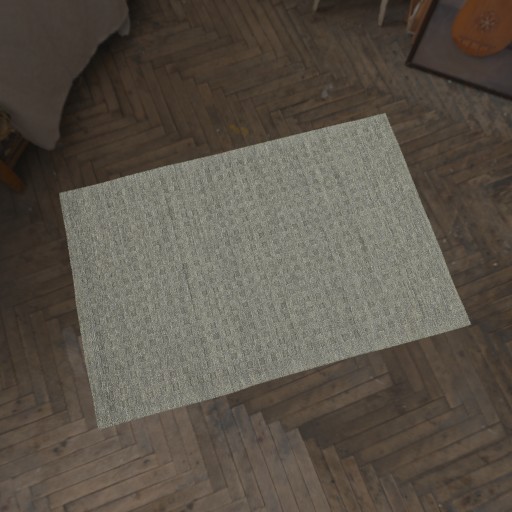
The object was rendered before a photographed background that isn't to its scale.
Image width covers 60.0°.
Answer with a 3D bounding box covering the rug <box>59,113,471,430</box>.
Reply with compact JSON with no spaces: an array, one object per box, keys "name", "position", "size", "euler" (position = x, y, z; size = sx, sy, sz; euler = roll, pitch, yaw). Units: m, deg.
[{"name":"rug","position":[0.000,0.000,2.816],"size":[2.297,0.018,1.532],"euler":[-15,75,-4]}]
